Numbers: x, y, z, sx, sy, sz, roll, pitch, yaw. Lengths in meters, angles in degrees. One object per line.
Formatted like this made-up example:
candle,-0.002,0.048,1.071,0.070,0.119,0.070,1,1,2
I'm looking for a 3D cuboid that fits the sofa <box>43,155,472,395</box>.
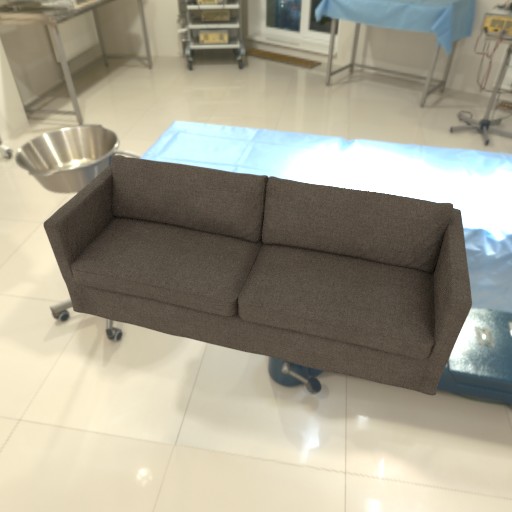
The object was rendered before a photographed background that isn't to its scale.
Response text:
sofa,0.000,0.000,3.276,2.779,0.998,1.036,10,41,13
